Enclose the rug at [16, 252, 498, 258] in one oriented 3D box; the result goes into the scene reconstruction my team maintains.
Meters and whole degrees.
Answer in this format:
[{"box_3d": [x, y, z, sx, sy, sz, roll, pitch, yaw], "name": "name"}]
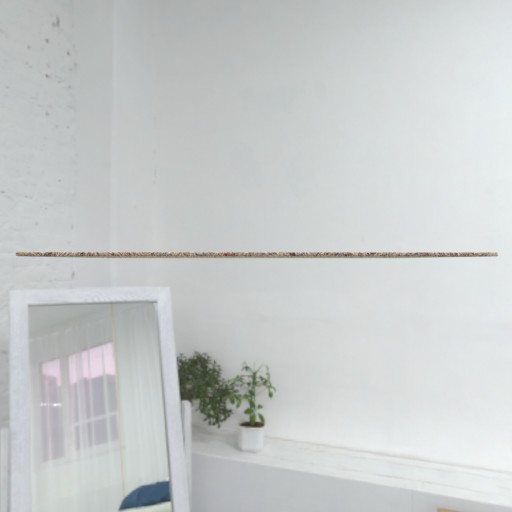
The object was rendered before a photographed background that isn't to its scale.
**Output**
[{"box_3d": [0.000, 0.000, 2.852, 2.285, 0.019, 1.523, 0, -1, -2], "name": "rug"}]
